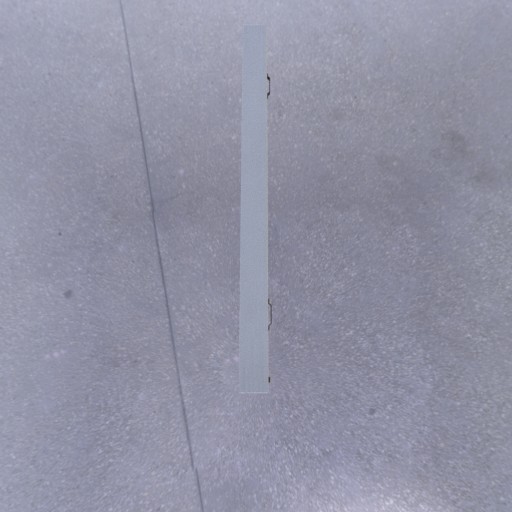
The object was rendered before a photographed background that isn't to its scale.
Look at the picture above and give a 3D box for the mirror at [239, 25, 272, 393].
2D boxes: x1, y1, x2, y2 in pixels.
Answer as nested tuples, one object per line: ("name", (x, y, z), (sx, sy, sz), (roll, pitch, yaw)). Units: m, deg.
("mirror", (0.000, 0.000, 0.920), (0.039, 0.710, 0.507), (0, 76, 0))
